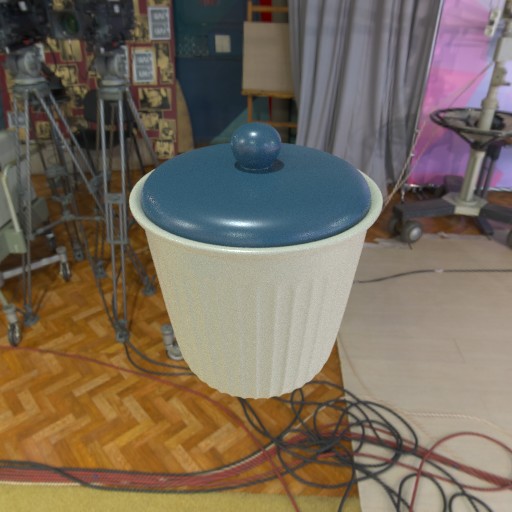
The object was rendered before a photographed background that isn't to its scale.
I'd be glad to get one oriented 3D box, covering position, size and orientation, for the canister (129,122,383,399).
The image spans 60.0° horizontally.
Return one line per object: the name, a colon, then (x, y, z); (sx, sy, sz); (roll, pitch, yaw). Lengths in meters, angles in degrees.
canister: (0.000, 0.000, 0.356); (0.181, 0.211, 0.181); (0, 32, 0)
